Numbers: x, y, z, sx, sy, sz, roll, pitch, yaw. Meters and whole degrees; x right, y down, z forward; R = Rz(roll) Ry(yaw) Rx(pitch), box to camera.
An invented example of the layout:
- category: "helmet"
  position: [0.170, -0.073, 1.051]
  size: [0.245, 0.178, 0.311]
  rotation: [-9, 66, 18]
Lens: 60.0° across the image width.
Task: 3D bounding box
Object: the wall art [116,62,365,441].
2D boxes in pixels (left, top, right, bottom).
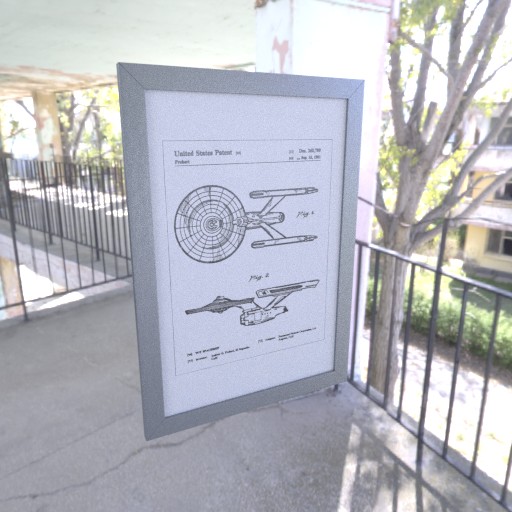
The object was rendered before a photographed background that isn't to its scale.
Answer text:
- category: "wall art"
  position: [0.000, 0.000, 0.686]
  size: [0.376, 0.529, 0.013]
  rotation: [-7, 17, -26]
